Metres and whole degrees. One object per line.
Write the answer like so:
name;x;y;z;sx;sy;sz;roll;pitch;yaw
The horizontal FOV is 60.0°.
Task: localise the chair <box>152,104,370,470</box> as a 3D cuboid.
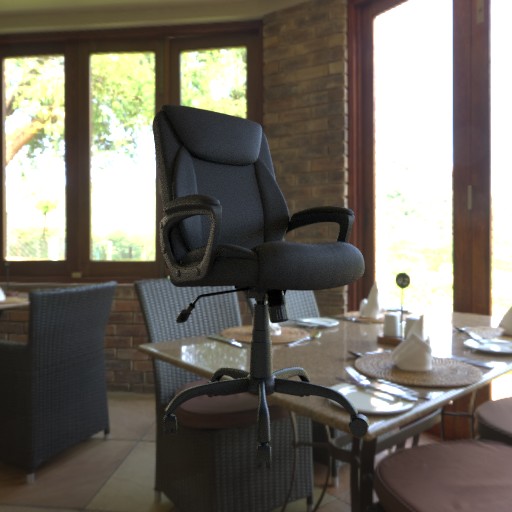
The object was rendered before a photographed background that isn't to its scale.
chair;0.000;0.000;1.452;0.615;1.072;0.655;0;1;-36
